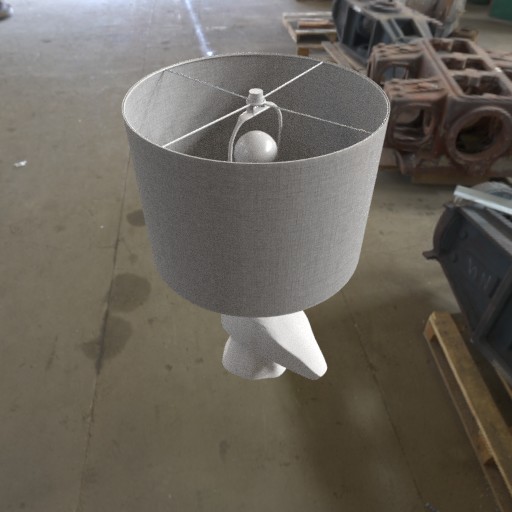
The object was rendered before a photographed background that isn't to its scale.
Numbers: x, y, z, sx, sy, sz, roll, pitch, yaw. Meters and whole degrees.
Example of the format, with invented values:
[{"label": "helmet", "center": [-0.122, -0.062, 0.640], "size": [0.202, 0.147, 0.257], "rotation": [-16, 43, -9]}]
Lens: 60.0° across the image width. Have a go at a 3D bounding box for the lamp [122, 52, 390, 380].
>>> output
[{"label": "lamp", "center": [0.000, 0.000, 0.670], "size": [0.298, 0.503, 0.298], "rotation": [27, 49, 27]}]
